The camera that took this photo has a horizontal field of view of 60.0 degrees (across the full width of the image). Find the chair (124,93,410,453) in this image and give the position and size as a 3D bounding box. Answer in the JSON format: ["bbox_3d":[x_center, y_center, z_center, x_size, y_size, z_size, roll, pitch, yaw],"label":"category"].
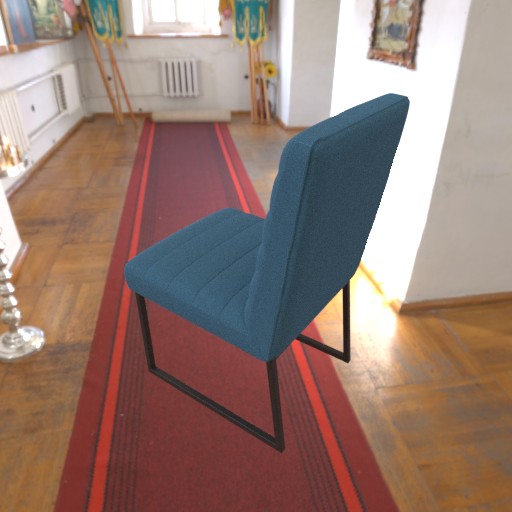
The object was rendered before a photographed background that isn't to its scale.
[{"bbox_3d":[0.000,0.000,1.332,0.634,0.930,0.520,20,36,30],"label":"chair"}]
